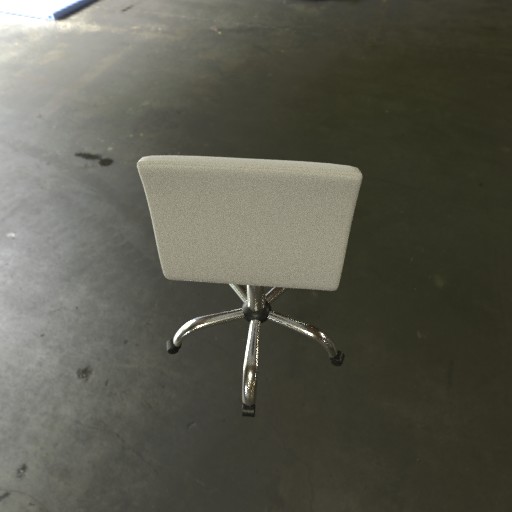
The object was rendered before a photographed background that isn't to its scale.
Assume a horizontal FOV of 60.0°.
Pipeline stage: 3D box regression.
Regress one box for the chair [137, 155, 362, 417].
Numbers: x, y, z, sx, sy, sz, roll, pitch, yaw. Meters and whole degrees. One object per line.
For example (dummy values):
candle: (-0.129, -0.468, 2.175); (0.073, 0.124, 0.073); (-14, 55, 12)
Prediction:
chair: (0.000, 0.000, 1.141); (0.556, 0.780, 0.530); (4, 47, 3)
